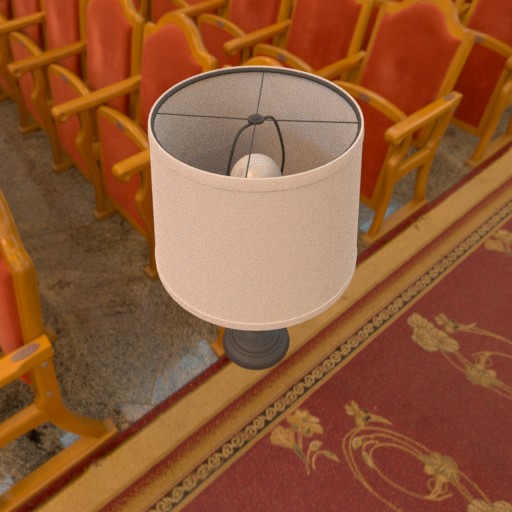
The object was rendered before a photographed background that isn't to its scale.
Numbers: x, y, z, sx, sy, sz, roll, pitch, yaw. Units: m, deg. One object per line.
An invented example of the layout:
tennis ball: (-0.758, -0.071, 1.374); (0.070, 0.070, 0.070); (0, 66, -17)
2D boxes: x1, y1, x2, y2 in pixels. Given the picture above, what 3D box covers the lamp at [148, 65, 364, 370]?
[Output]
lamp: (0.000, 0.000, 0.709); (0.310, 0.501, 0.310); (0, 48, 0)
